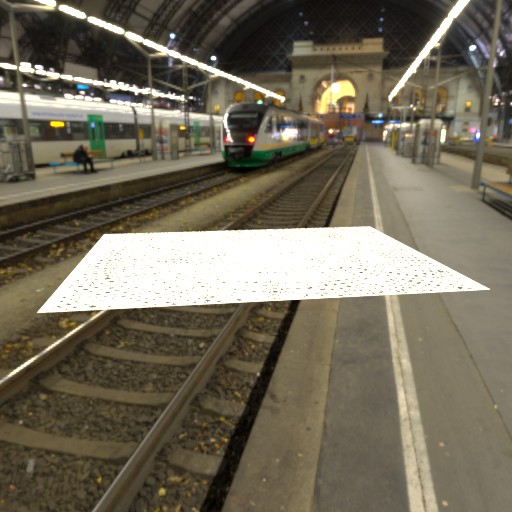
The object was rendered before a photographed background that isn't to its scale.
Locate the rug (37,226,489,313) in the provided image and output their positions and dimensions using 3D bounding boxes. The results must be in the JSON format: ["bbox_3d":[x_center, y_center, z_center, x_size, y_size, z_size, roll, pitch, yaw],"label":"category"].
[{"bbox_3d":[0.000,0.000,2.148,1.634,0.003,1.190,-2,16,-8],"label":"rug"}]
